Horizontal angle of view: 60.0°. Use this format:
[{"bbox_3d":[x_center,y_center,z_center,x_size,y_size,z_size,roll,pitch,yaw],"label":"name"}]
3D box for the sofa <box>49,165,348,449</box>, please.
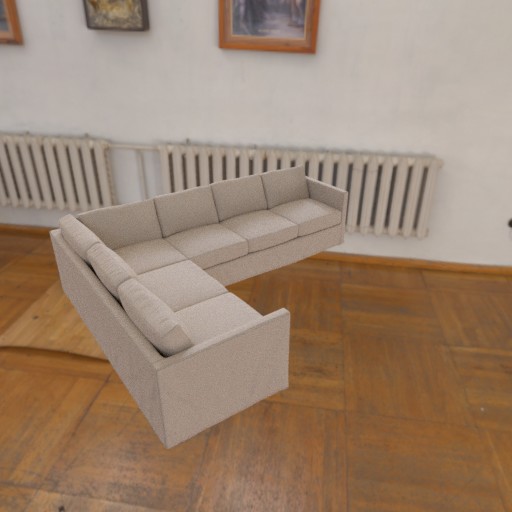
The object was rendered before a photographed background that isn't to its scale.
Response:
[{"bbox_3d":[0.000,0.000,4.334,3.182,0.871,2.432,-19,33,-32],"label":"sofa"}]
